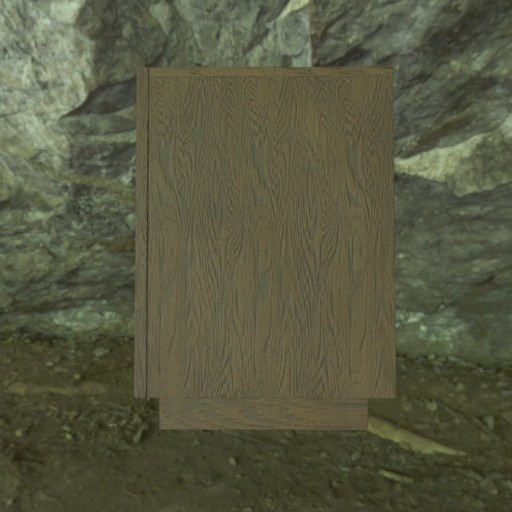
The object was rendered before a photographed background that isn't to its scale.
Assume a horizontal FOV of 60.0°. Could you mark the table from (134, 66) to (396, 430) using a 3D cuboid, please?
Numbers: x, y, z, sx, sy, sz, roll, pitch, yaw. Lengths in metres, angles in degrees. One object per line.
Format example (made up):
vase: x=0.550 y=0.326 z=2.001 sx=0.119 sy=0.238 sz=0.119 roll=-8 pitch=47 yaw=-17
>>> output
table: x=0.000 y=0.000 z=0.973 sx=0.439 sy=0.585 sz=0.560 roll=0 pitch=-2 yaw=0
